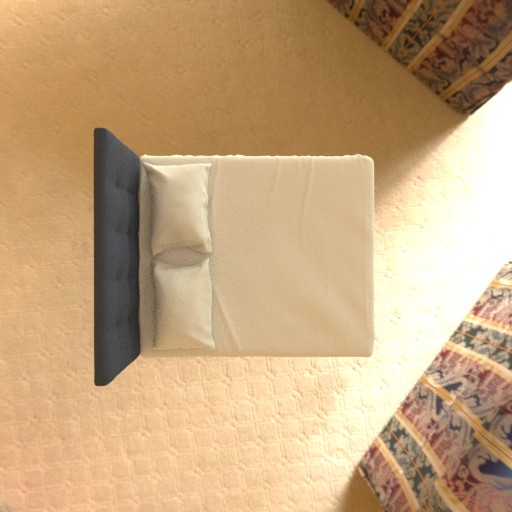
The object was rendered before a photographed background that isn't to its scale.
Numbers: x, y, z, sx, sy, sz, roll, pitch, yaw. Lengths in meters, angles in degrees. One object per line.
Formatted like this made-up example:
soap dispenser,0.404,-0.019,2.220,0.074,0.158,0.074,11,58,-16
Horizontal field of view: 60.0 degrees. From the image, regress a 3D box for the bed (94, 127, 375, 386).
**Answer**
bed,0.000,0.000,3.558,2.222,1.577,1.936,0,90,-1
